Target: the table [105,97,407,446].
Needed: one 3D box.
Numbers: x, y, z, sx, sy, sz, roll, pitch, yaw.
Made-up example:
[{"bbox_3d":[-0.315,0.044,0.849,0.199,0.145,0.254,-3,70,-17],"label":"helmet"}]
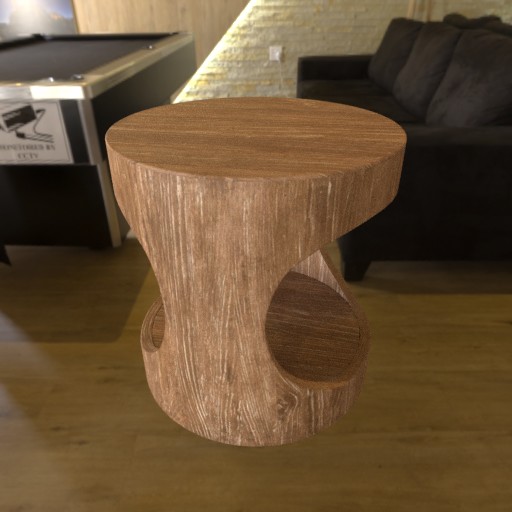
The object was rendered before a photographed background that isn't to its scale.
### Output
[{"bbox_3d":[0.000,0.000,0.947,0.527,0.551,0.527,0,31,0],"label":"table"}]
